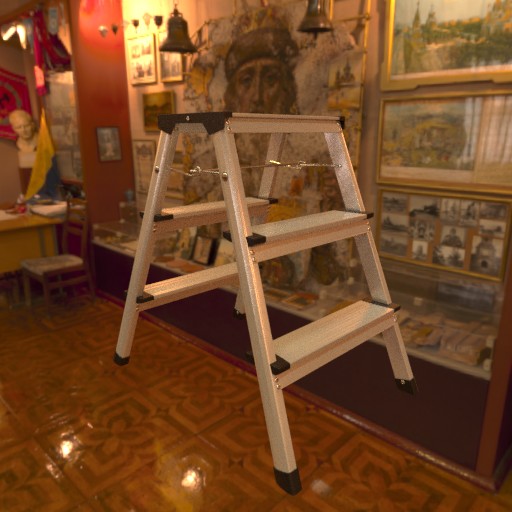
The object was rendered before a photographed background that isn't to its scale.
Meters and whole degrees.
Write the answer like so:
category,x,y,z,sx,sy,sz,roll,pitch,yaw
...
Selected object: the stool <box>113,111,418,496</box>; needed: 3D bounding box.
category,x,y,z,sx,sy,sz,roll,pitch,yaw
stool,0.000,0.000,0.999,0.437,0.605,0.622,-15,21,-42
